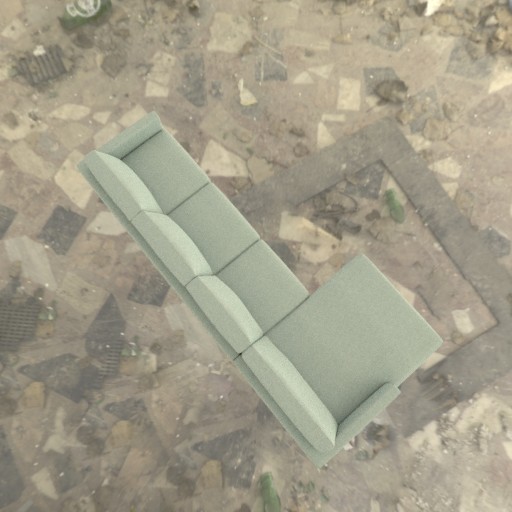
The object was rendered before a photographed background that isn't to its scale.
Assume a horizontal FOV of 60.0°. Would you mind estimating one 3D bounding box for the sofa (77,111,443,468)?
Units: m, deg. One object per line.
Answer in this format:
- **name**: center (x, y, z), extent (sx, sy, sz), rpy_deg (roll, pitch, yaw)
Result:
- **sofa**: center (0.000, 0.000, 4.236), extent (1.600, 0.953, 3.470), rpy_deg (-39, 79, -9)
